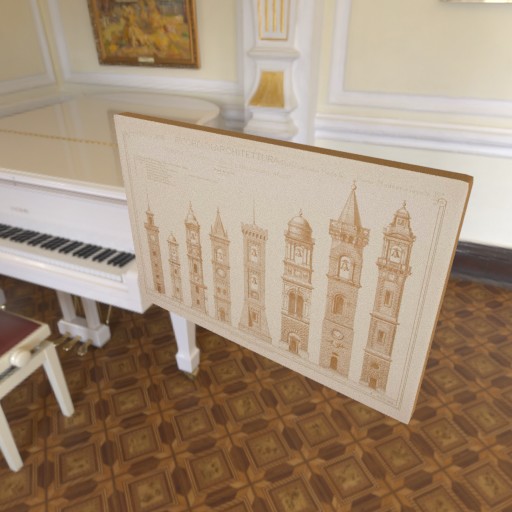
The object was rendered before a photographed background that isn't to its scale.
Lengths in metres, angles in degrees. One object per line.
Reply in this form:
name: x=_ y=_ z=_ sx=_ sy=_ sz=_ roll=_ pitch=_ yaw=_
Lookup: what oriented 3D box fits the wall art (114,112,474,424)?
wall art: x=0.000 y=0.000 z=0.476 sx=0.380 sy=0.254 sz=0.019 roll=19 pitch=35 yaw=30
